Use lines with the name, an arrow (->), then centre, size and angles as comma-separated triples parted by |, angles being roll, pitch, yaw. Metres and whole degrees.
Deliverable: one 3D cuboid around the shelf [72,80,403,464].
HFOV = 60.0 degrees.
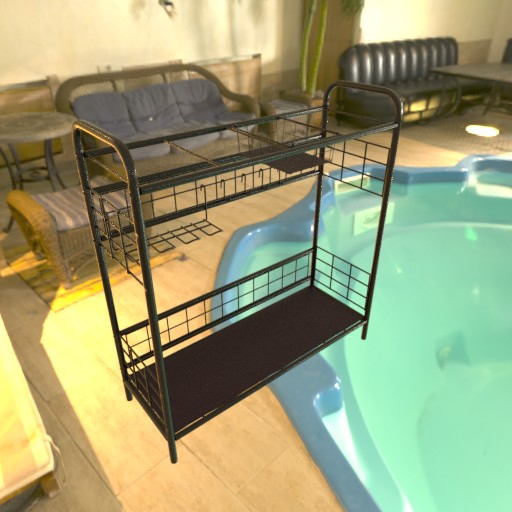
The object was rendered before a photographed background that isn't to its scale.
shelf -> 0.000, 0.000, 1.523 | 0.961, 1.026, 0.350 | -22, 37, -33
